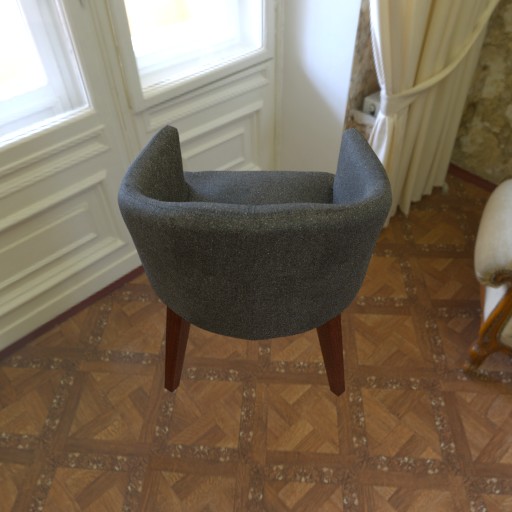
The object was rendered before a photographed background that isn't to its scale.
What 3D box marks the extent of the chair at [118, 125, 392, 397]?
[{"bbox_3d":[0.000,0.000,1.211,0.583,0.811,0.655,1,46,1],"label":"chair"}]
